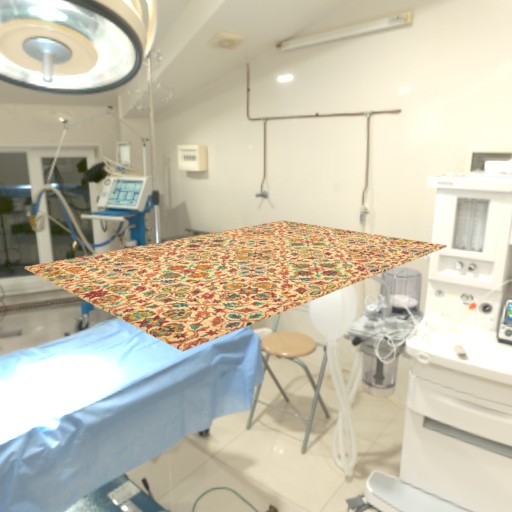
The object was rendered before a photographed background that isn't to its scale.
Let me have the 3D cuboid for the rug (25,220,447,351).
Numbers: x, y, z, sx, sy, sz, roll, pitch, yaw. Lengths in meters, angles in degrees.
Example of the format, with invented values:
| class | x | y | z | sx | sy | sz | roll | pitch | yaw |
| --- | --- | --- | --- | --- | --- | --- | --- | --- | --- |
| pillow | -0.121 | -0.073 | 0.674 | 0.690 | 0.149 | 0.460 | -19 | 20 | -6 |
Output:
| class | x | y | z | sx | sy | sz | roll | pitch | yaw |
| --- | --- | --- | --- | --- | --- | --- | --- | --- | --- |
| rug | 0.000 | 0.000 | 2.286 | 1.226 | 0.013 | 1.838 | 13 | 19 | 43 |
